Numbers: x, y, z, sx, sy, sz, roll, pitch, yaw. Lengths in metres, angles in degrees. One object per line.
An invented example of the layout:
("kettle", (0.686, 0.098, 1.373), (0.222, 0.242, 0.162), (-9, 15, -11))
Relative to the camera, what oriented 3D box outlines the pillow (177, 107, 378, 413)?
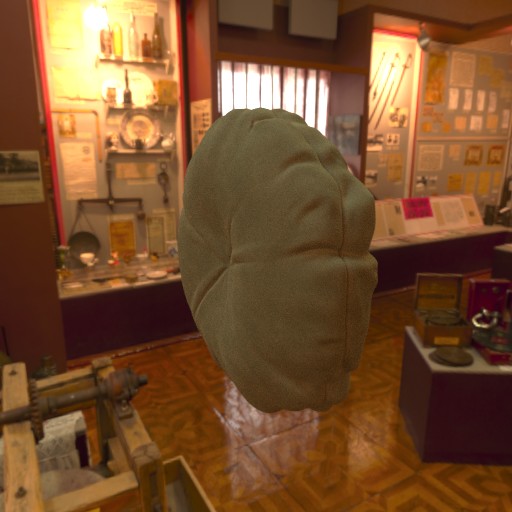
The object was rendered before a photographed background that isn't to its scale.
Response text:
("pillow", (0.000, 0.000, 0.638), (0.148, 0.407, 0.428), (-7, 16, -27))
